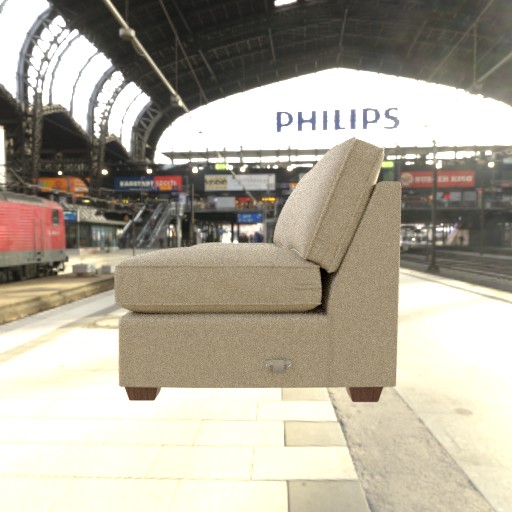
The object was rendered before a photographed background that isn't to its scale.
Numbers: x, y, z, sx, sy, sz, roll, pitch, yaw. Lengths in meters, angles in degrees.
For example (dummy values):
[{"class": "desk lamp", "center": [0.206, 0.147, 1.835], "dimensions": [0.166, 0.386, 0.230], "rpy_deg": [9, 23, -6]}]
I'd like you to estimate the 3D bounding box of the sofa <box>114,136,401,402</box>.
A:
[{"class": "sofa", "center": [0.000, 0.000, 2.507], "dimensions": [1.027, 0.973, 1.962], "rpy_deg": [0, 2, 0]}]
